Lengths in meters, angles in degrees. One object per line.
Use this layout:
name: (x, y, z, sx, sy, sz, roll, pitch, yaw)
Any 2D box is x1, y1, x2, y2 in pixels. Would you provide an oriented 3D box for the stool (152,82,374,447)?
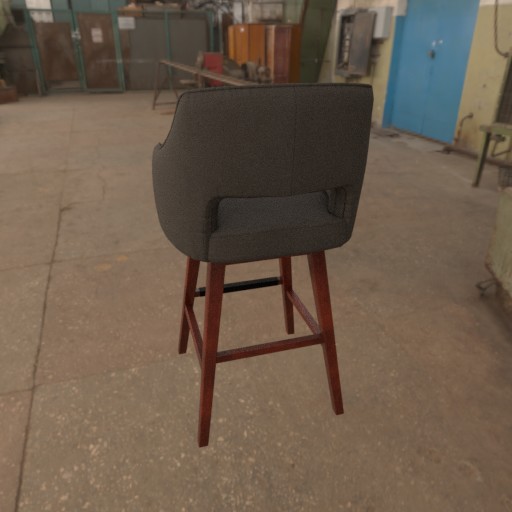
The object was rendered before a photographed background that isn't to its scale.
stool: (0.000, 0.000, 1.330, 0.548, 1.012, 0.558, -7, 27, -15)
